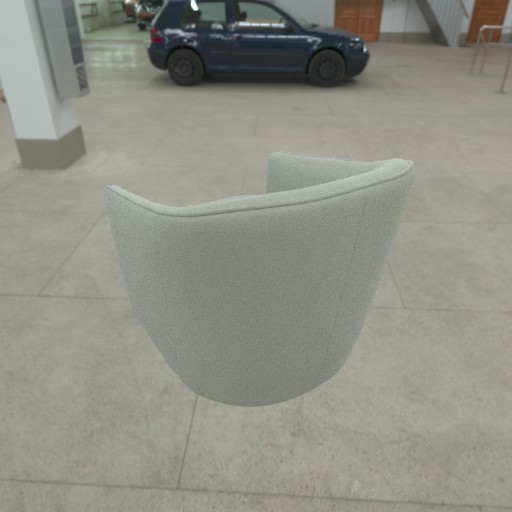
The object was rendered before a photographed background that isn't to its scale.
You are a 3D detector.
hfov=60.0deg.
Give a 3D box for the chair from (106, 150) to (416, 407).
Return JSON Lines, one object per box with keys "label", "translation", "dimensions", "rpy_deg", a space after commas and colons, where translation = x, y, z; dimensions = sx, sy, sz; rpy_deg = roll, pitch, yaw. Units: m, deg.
{"label": "chair", "translation": [0.000, 0.000, 1.452], "dimensions": [0.747, 0.799, 0.875], "rpy_deg": [-18, 36, -27]}
